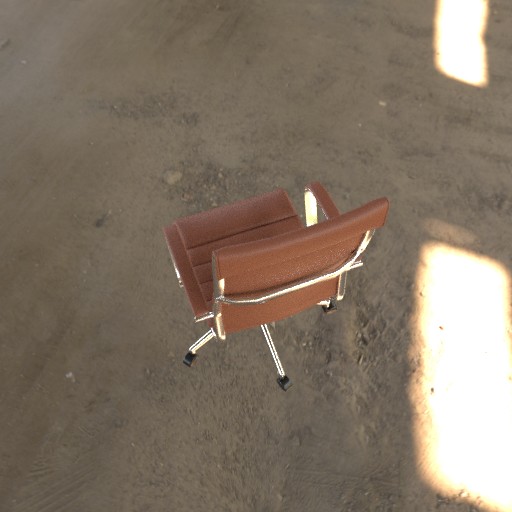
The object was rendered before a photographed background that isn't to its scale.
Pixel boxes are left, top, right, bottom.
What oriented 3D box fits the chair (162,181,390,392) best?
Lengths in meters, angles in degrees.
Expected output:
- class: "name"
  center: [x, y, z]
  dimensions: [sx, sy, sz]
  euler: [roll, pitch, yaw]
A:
- class: "chair"
  center: [0.000, 0.000, 1.642]
  dimensions: [0.766, 1.149, 0.739]
  euler: [-18, 59, -11]
